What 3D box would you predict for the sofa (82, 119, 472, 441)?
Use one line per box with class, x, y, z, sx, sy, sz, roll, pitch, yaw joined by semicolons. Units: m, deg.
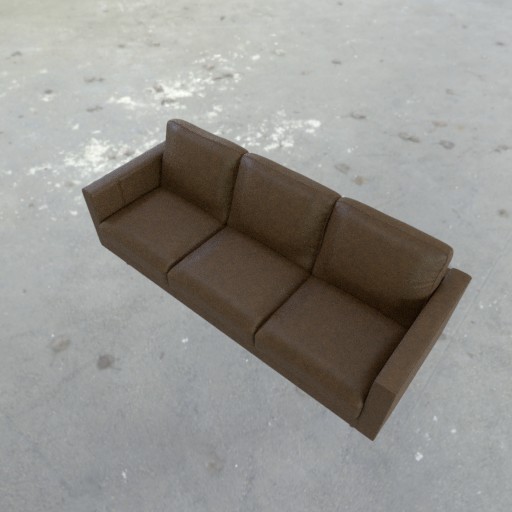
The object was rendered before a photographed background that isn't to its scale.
sofa;0.000;0.000;2.749;2.231;0.930;0.903;31;54;26
